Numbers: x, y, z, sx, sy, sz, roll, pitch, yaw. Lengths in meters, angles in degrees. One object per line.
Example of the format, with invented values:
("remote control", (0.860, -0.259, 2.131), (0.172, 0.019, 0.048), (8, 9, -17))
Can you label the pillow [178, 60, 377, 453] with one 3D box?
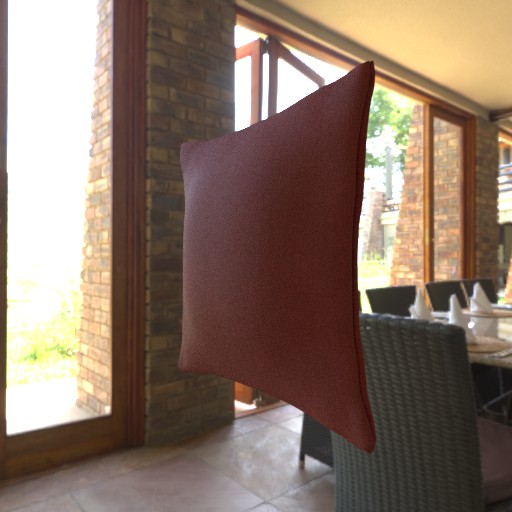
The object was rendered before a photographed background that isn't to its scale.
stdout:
("pillow", (0.000, 0.000, 0.643), (0.151, 0.416, 0.435), (0, -1, -37))
